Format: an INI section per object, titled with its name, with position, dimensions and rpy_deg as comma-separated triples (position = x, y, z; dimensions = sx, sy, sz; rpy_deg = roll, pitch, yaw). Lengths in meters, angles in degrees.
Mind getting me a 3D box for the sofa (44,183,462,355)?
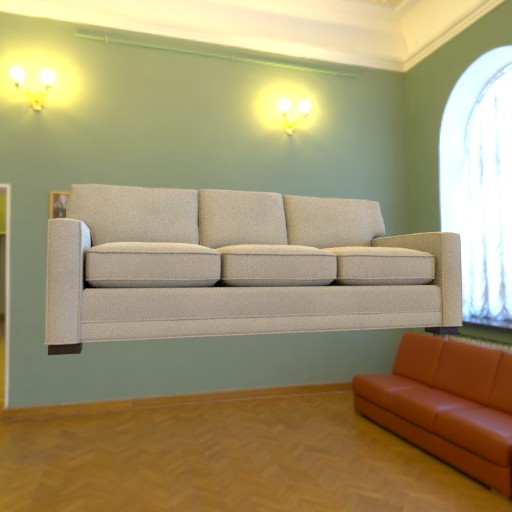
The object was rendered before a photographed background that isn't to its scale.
[sofa]
position = 0.000, 0.000, 2.547
dimensions = 2.088, 0.862, 0.935
rpy_deg = 1, -2, -18
